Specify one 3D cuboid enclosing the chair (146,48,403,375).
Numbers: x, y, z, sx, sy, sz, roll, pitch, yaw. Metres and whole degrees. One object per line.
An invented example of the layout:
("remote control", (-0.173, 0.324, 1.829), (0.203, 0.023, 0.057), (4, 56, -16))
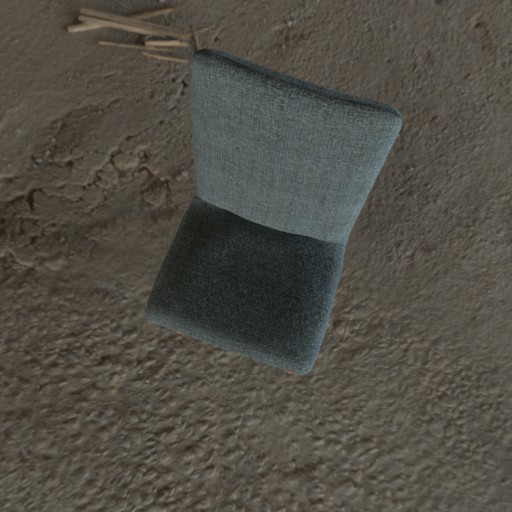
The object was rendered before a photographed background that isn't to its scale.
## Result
("chair", (0.000, 0.000, 1.306), (0.522, 0.974, 0.563), (19, 76, 5))
